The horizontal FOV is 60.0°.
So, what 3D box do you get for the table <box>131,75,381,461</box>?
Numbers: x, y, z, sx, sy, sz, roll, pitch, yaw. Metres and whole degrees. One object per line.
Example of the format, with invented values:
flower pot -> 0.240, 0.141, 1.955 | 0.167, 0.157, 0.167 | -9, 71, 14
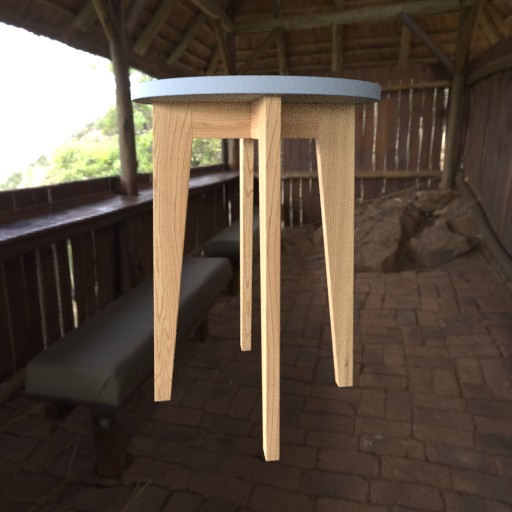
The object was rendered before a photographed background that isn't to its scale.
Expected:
table -> 0.000, 0.000, 0.709 | 0.350, 0.500, 0.350 | 0, 16, 0
